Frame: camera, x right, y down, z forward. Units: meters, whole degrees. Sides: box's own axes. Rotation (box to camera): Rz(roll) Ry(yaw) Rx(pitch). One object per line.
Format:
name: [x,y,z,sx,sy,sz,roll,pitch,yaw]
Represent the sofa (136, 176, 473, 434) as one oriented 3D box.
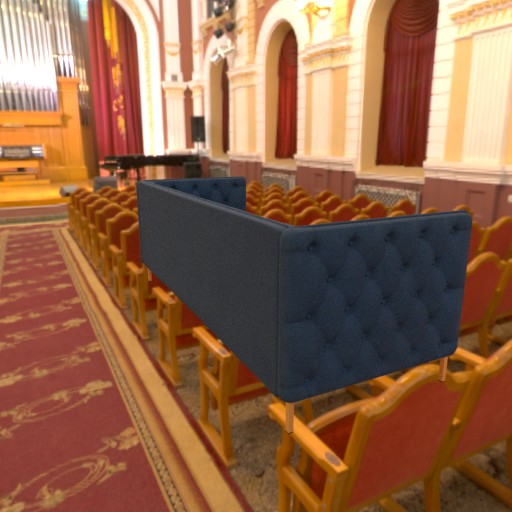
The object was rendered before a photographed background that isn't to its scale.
sofa: [0.000,0.000,2.607,0.895,0.771,2.209,-7,16,-26]
